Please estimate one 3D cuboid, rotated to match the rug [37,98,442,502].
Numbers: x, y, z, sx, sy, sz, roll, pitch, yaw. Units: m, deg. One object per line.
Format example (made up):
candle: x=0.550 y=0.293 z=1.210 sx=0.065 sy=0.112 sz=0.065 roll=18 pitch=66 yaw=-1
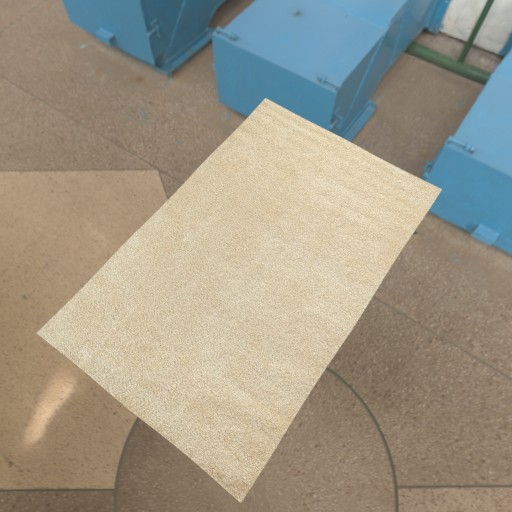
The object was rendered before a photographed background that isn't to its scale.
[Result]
rug: x=0.000 y=0.000 z=2.855 sx=1.500 sy=0.025 sz=2.346 roll=33 pitch=67 yaw=15
